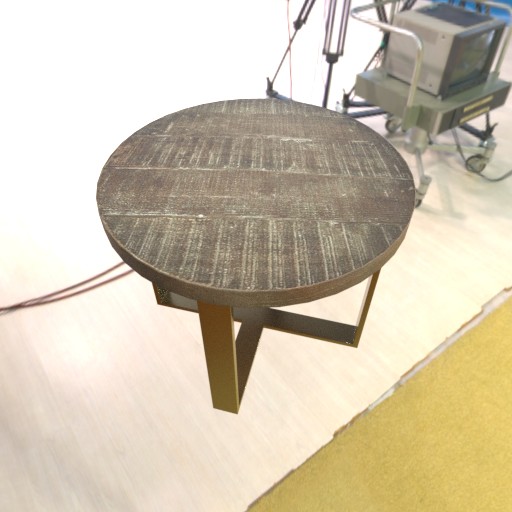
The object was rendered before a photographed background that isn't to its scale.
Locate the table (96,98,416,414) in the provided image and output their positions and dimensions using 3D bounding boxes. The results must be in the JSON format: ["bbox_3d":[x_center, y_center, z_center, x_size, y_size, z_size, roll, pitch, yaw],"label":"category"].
[{"bbox_3d":[0.000,0.000,0.952,0.557,0.437,0.557,0,46,0],"label":"table"}]
